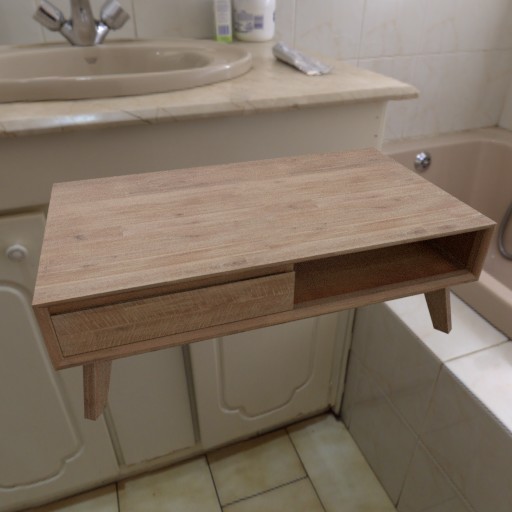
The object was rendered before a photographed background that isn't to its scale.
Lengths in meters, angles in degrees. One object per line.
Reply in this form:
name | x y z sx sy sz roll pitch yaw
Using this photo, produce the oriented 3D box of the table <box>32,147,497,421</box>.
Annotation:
table | 0.000 0.000 1.967 1.619 0.531 0.918 -10 34 -15
